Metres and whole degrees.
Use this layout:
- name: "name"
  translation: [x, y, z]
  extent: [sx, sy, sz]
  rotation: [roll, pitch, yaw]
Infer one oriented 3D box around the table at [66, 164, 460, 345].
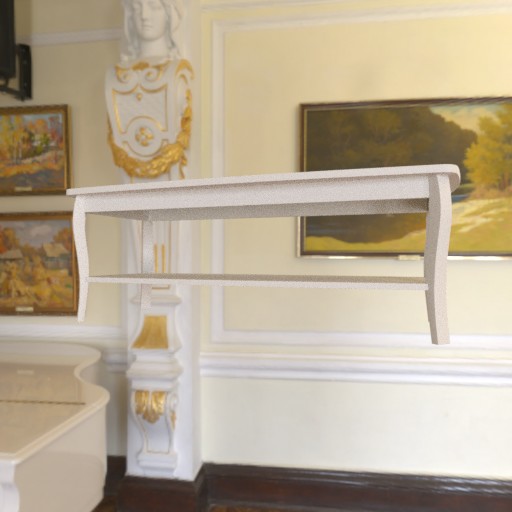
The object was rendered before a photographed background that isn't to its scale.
- name: "table"
  translation: [0.000, 0.000, 1.595]
  extent: [1.334, 0.474, 0.561]
  rotation: [0, 0, 20]
